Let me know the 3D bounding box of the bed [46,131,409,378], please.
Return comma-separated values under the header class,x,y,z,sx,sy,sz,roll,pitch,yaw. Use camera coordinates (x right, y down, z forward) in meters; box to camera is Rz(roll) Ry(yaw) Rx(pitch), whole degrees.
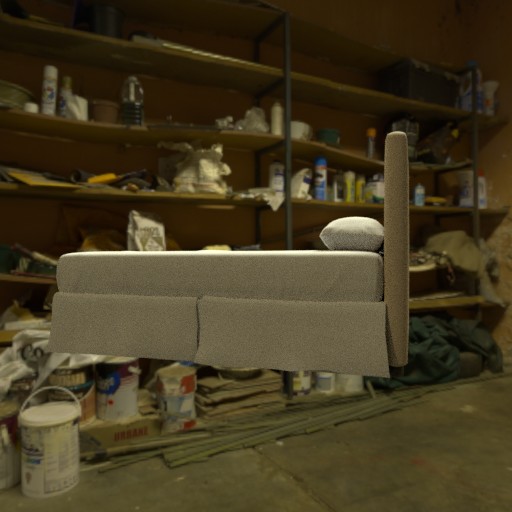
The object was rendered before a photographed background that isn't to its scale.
class,x,y,z,sx,sy,sz,roll,pitch,yaw
bed,0.000,0.000,3.576,2.319,1.317,2.119,0,0,18
